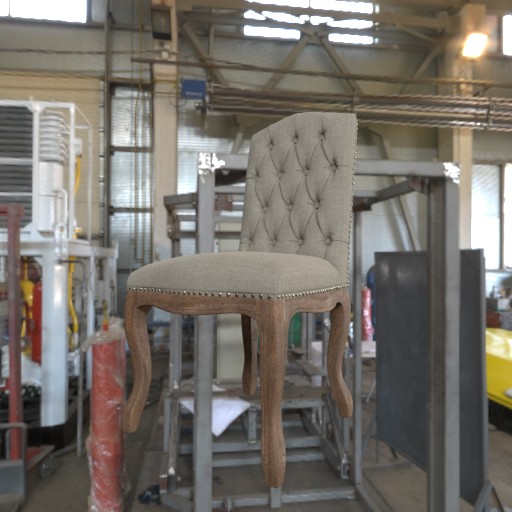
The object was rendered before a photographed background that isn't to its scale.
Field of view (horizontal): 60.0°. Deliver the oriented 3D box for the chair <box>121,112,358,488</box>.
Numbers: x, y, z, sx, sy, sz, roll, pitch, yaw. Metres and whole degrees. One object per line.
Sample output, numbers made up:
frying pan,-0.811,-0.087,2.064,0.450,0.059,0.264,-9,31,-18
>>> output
chair,0.000,0.000,1.585,0.637,1.191,0.731,0,-1,37
